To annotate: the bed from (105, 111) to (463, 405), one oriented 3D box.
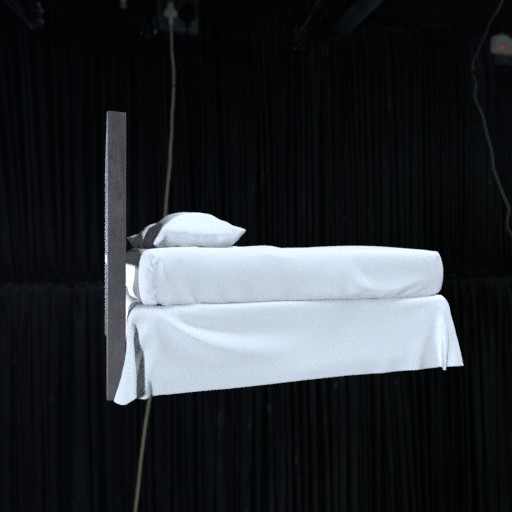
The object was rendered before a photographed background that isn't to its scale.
[{"bbox_3d":[0.000,0.000,2.783,1.785,1.142,1.772,0,0,-19],"label":"bed"}]
